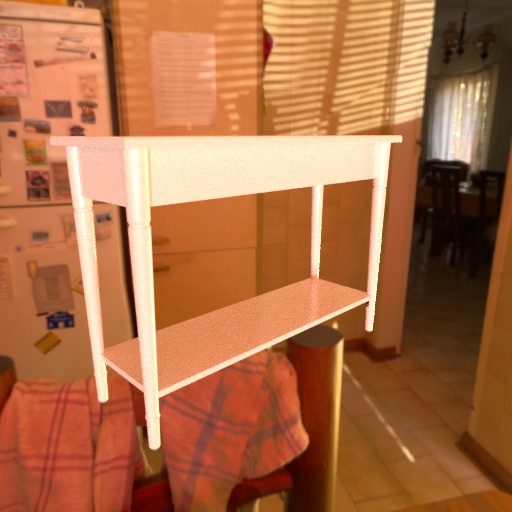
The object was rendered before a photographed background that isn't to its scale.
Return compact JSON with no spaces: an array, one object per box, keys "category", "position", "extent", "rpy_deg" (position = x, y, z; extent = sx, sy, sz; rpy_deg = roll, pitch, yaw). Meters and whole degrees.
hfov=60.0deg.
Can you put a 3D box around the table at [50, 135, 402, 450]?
[{"category":"table","position":[0.000,0.000,1.431],"extent":[1.067,0.749,0.381],"rpy_deg":[-15,21,-42]}]
